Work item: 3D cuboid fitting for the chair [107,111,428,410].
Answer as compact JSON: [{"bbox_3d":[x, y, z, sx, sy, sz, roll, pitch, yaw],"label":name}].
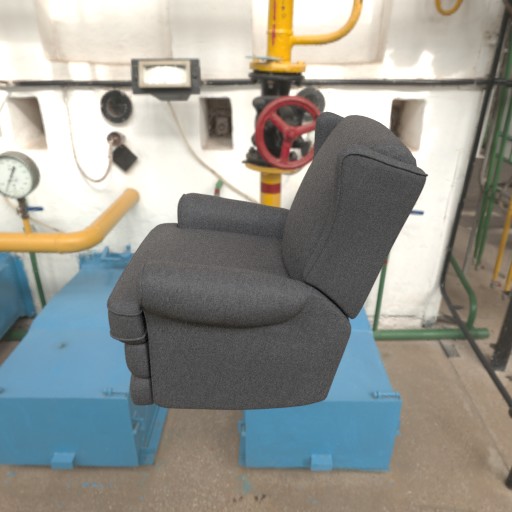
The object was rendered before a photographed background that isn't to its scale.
[{"bbox_3d":[0.000,0.000,1.704,0.969,1.011,0.847,1,26,2],"label":"chair"}]
